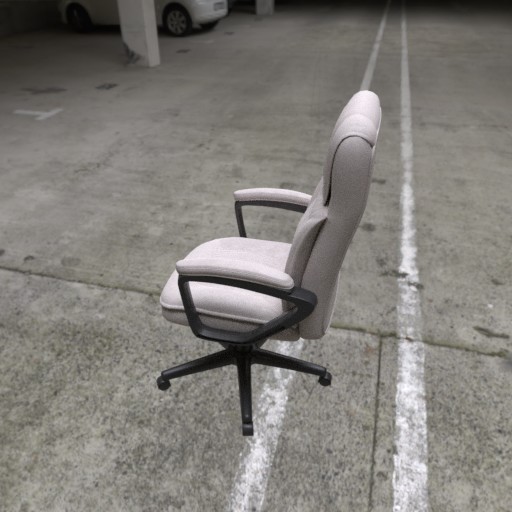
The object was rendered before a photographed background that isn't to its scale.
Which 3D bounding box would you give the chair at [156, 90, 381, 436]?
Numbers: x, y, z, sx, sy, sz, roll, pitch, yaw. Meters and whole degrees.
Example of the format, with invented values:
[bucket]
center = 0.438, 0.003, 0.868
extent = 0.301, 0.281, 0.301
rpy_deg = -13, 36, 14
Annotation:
[chair]
center = 0.000, 0.000, 1.571
extent = 0.724, 1.105, 0.667
rpy_deg = 8, 31, 13
